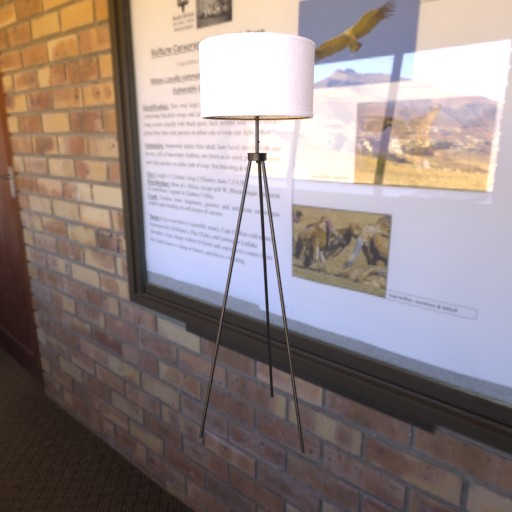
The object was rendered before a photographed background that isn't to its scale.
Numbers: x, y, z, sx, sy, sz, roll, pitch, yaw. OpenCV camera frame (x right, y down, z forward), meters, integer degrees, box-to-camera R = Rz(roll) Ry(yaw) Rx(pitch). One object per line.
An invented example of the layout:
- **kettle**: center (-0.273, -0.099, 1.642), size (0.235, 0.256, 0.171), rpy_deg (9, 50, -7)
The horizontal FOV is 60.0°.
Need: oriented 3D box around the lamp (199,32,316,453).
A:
- **lamp**: center (0.000, 0.000, 1.782), size (0.448, 1.545, 0.458), rpy_deg (2, 15, 9)
